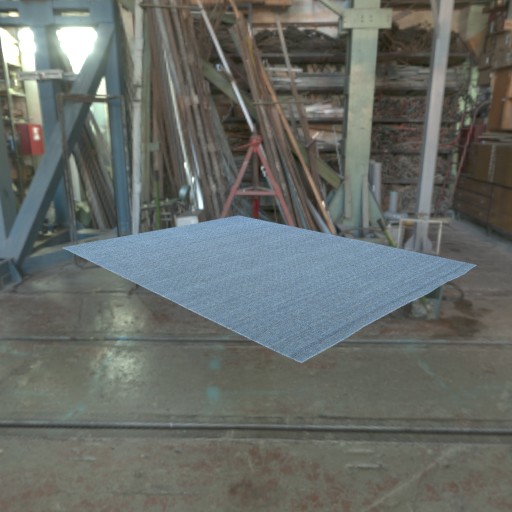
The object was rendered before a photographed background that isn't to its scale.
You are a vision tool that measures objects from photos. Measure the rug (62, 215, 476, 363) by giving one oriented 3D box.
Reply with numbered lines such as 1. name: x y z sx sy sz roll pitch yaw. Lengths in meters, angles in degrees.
1. rug: 0.000 0.000 4.244 2.443 0.007 3.200 -15 22 -42
